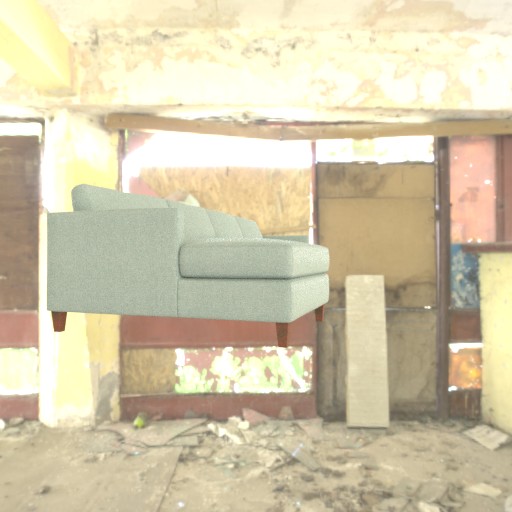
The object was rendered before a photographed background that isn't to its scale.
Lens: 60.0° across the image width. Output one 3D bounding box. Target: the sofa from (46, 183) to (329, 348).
[{"bbox_3d":[0.000,0.000,4.116,1.600,0.953,3.470,0,0,19],"label":"sofa"}]
